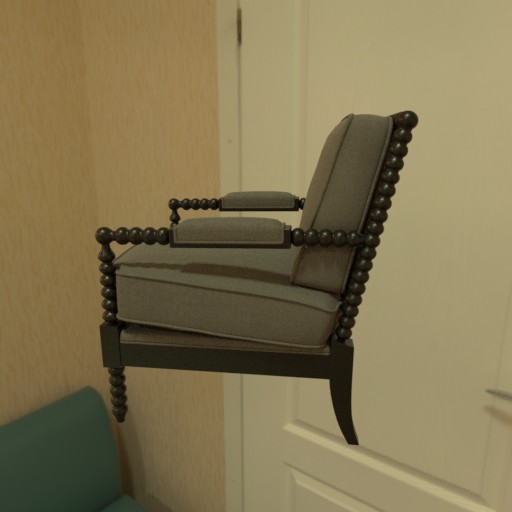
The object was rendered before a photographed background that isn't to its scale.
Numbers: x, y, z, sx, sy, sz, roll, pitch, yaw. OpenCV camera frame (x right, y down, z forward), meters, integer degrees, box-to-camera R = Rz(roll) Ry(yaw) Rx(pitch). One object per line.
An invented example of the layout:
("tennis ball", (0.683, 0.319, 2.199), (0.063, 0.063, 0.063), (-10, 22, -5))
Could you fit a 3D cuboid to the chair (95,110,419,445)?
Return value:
("chair", (0.000, 0.000, 1.099), (0.622, 0.661, 0.540), (2, 15, 7))
